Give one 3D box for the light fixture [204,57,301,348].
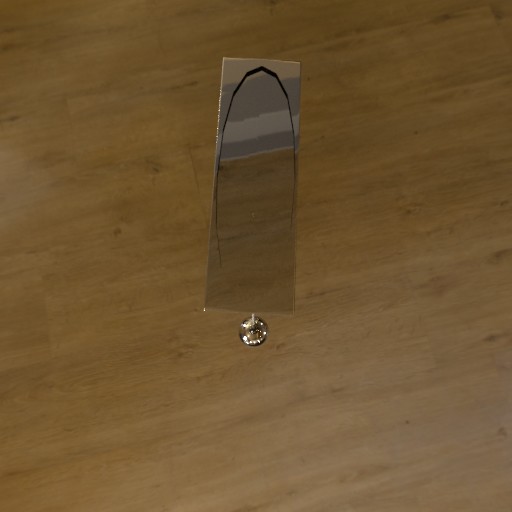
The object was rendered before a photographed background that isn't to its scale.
[{"bbox_3d":[0.000,0.000,1.672,0.188,1.408,0.623,3,76,1],"label":"light fixture"}]
